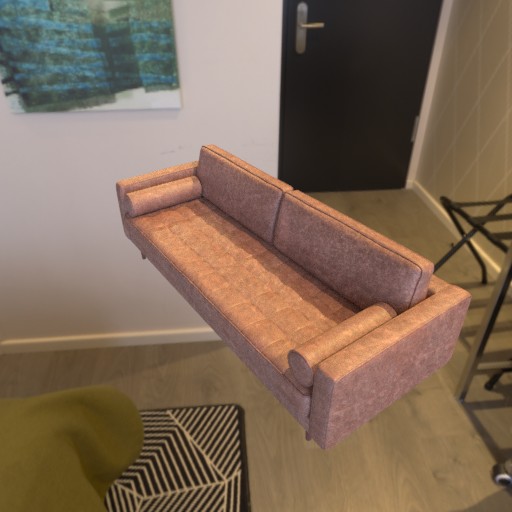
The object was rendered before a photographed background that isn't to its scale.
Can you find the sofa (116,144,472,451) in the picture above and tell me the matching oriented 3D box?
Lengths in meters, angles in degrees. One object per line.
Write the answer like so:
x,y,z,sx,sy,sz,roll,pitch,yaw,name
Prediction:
0.000,0.000,2.673,0.914,0.762,2.210,-22,39,-29,sofa
